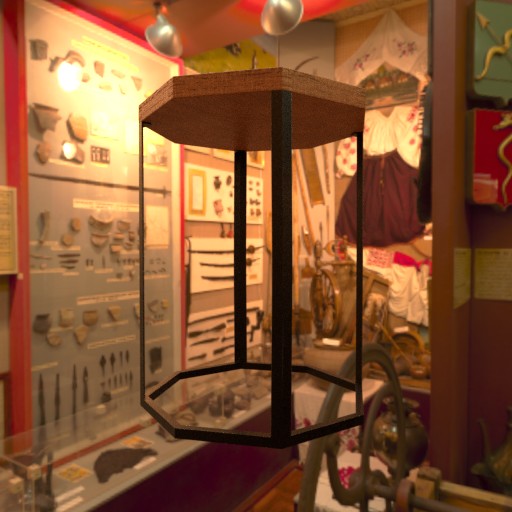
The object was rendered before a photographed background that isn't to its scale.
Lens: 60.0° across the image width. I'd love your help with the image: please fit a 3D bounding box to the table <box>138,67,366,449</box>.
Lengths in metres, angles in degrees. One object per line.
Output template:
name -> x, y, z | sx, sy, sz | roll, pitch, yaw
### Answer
table -> 0.000, 0.000, 0.855 | 0.437, 0.553, 0.437 | 1, 2, 35
